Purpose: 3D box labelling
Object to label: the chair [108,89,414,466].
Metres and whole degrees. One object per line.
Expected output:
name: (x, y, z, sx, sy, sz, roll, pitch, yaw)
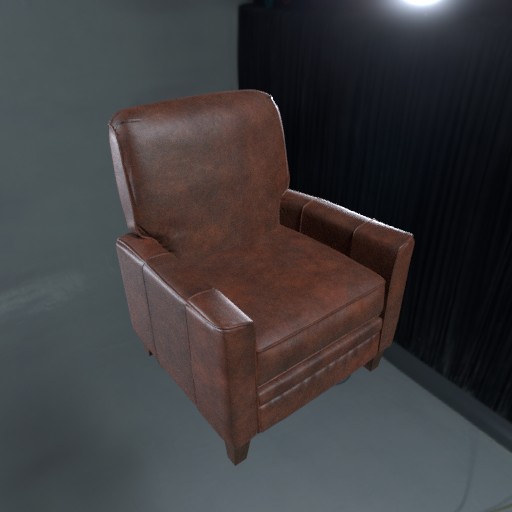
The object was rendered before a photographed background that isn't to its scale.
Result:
chair: (0.000, 0.000, 1.673, 0.843, 1.043, 0.836, -22, 38, -32)
